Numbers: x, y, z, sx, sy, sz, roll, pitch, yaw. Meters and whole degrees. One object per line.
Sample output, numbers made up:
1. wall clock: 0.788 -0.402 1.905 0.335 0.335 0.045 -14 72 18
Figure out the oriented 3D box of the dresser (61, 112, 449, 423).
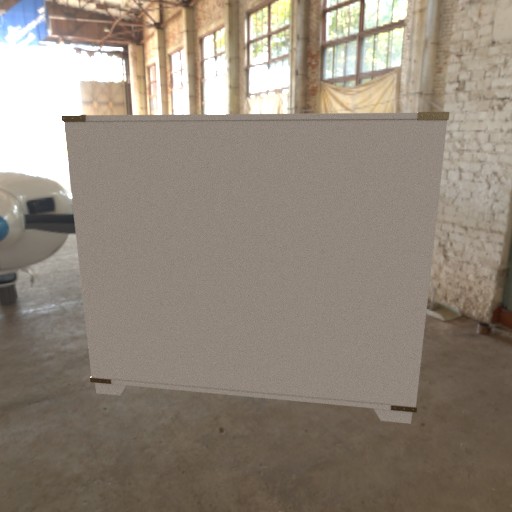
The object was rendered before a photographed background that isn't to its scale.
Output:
1. dresser: 0.000 0.000 1.486 1.022 0.891 0.460 2 15 9
